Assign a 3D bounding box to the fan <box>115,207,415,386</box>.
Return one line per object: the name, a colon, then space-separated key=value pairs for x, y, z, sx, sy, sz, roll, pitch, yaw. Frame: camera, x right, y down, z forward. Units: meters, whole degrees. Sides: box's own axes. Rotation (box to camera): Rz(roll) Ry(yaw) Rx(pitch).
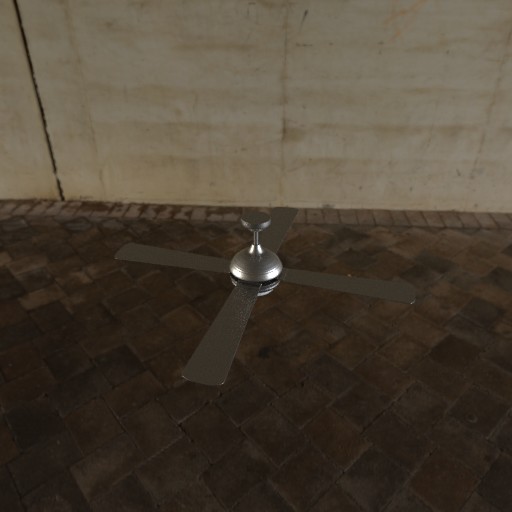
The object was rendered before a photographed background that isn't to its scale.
fan: x=0.000 y=0.000 z=1.972 sx=1.321 sy=0.381 sz=1.321 roll=21 pitch=37 yaw=30
